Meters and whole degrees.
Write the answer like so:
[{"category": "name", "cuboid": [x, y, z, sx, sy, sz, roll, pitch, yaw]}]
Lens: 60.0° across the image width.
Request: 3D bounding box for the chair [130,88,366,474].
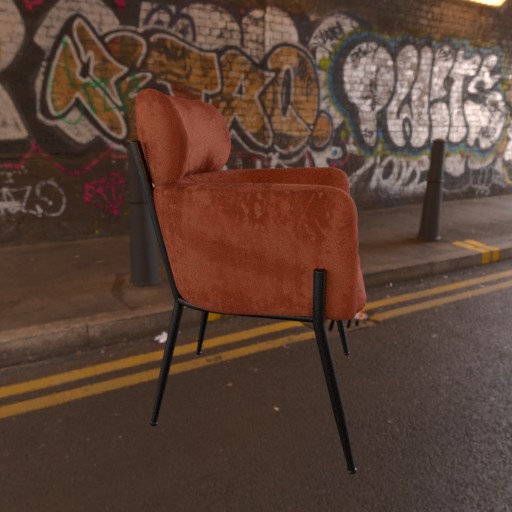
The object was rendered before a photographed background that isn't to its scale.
[{"category": "chair", "cuboid": [0.000, 0.000, 1.110, 0.523, 0.772, 0.561, 3, 15, 10]}]
